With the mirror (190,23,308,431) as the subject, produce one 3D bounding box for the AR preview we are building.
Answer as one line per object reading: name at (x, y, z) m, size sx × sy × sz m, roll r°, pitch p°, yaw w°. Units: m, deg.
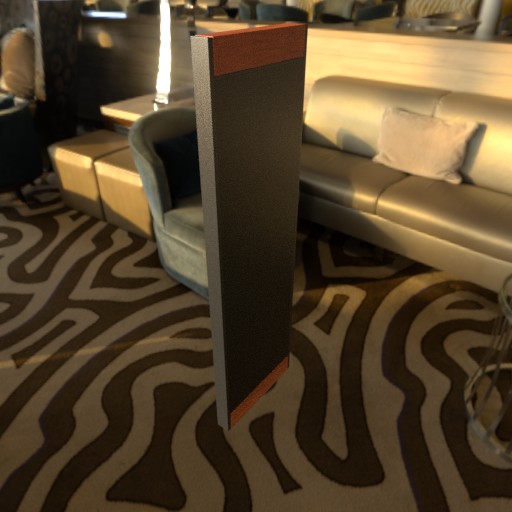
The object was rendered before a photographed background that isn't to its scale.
mirror at (0.000, 0.000, 1.227) m, size 0.047 × 1.123 × 0.343 m, roll 22°, pitch 39°, yaw 31°
